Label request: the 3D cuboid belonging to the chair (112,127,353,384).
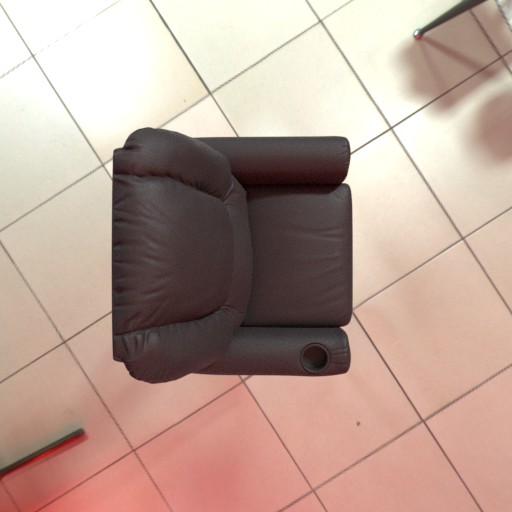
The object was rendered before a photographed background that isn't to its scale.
[{"bbox_3d":[0.000,0.000,1.124,0.521,0.709,0.610,0,90,1],"label":"chair"}]
